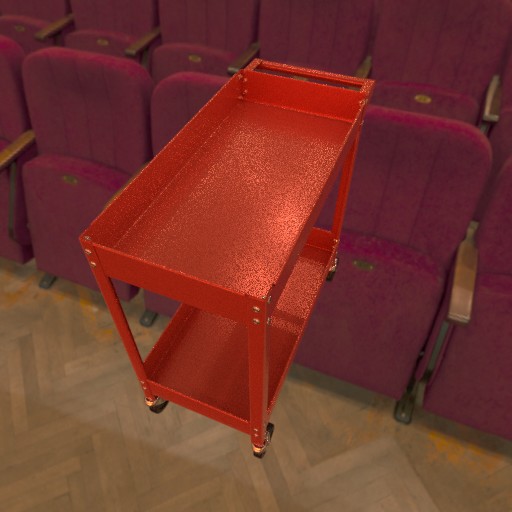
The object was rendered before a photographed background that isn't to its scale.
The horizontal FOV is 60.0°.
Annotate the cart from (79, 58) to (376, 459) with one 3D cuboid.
[{"bbox_3d":[0.000,0.000,1.192,0.366,0.719,0.779,17,50,15],"label":"cart"}]
